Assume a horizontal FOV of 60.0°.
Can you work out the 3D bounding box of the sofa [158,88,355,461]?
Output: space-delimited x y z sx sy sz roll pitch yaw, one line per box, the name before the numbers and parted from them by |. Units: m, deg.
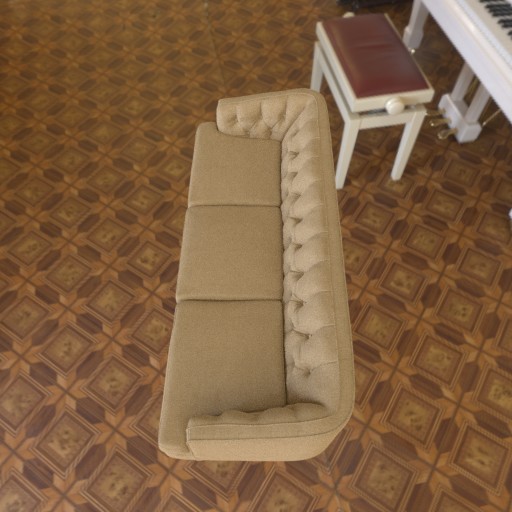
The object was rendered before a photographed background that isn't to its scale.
sofa | 0.000 0.000 2.698 0.913 0.788 2.235 1 58 1
